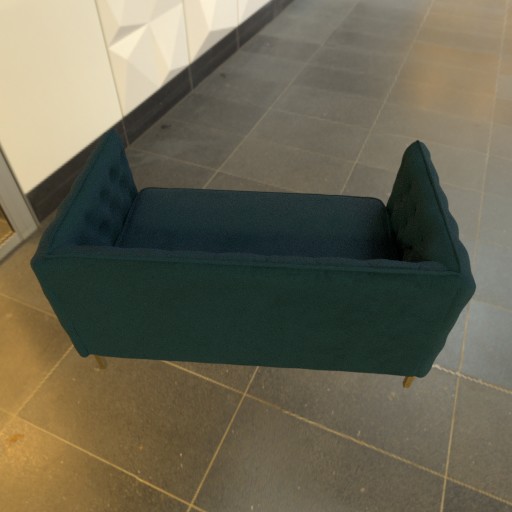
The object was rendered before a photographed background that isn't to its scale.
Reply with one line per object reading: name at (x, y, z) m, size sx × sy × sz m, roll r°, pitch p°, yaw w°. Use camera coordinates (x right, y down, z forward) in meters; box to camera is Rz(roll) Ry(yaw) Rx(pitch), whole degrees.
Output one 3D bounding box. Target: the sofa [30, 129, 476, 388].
sofa at (0.000, 0.000, 2.083) m, size 1.583 × 0.810 × 0.909 m, roll 3°, pitch 47°, yaw 3°
